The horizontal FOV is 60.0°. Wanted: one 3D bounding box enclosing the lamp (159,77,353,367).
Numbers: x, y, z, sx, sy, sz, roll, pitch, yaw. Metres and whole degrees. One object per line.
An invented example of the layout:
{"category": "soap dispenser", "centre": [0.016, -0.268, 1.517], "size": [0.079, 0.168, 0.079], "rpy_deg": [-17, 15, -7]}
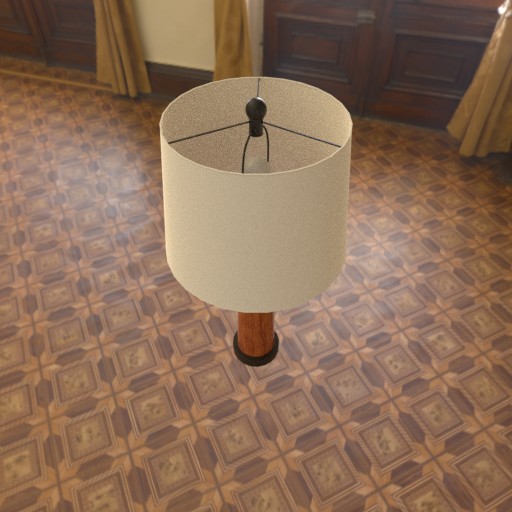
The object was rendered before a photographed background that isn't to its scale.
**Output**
{"category": "lamp", "centre": [0.000, 0.000, 0.893], "size": [0.349, 0.667, 0.349], "rpy_deg": [0, 46, 0]}
